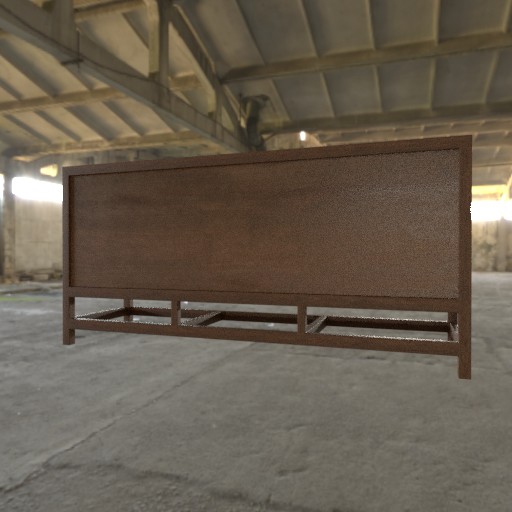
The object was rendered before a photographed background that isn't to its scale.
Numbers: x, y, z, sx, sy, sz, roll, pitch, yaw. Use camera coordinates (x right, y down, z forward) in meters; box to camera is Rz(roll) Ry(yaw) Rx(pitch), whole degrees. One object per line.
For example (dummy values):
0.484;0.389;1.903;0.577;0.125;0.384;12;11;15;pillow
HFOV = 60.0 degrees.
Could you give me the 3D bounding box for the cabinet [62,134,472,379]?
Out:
0.000;0.000;2.009;1.708;0.820;0.522;0;1;19;cabinet
